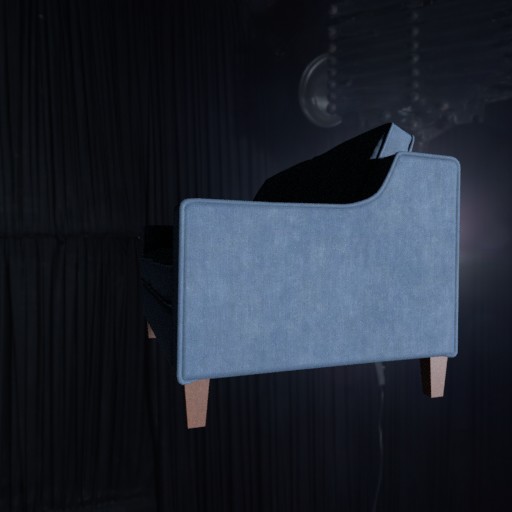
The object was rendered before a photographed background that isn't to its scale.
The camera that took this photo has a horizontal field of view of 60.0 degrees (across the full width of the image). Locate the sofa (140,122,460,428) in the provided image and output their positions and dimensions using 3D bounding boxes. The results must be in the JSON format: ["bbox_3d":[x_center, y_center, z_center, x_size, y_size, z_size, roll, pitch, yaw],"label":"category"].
[{"bbox_3d":[0.000,0.000,2.078,0.987,0.971,1.501,0,1,-18],"label":"sofa"}]
